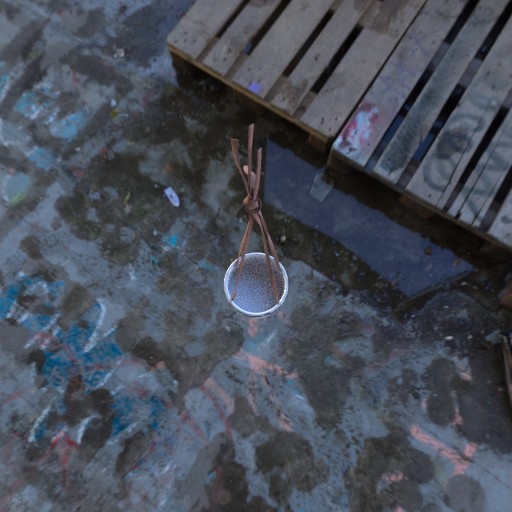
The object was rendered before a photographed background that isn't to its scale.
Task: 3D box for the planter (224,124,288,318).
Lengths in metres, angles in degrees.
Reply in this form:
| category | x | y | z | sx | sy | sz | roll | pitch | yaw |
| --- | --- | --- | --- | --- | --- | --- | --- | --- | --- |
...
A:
| category | x | y | z | sx | sy | sz | roll | pitch | yaw |
| --- | --- | --- | --- | --- | --- | --- | --- | --- | --- |
| planter | 0.000 | 0.000 | 0.837 | 0.166 | 0.751 | 0.166 | 34 | 78 | 8 |
